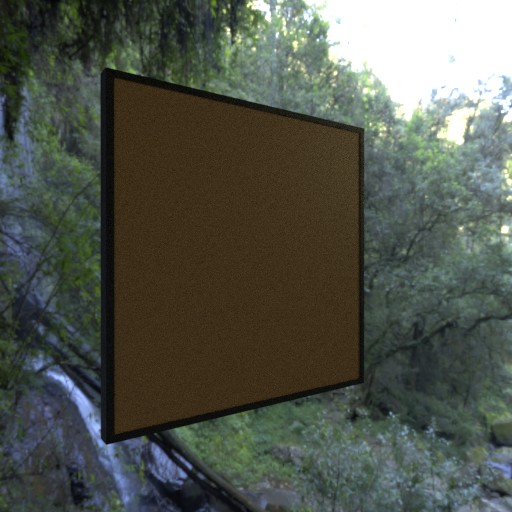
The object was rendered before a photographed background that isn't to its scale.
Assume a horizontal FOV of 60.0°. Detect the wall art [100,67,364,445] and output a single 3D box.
[{"bbox_3d":[0.000,0.000,1.126,0.763,0.763,0.039,0,0,-35],"label":"wall art"}]
